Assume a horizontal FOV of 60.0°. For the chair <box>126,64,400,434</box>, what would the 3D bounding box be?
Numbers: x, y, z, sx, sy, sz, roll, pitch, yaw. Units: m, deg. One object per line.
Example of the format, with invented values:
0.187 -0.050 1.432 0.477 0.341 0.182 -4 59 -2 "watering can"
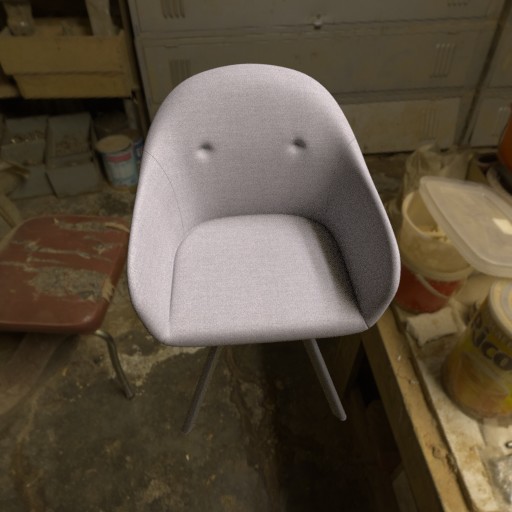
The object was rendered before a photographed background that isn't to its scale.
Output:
0.000 0.000 1.152 0.540 0.780 0.570 -4 46 -4 "chair"
